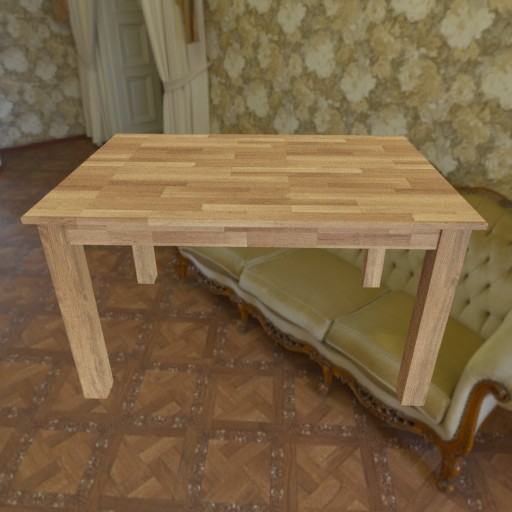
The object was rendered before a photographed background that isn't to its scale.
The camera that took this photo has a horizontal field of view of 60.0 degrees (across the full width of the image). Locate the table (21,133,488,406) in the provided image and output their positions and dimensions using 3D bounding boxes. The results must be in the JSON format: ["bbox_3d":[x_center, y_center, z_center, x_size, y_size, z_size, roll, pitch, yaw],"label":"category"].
[{"bbox_3d":[0.000,0.000,1.808,1.300,0.750,0.900,1,30,1],"label":"table"}]
